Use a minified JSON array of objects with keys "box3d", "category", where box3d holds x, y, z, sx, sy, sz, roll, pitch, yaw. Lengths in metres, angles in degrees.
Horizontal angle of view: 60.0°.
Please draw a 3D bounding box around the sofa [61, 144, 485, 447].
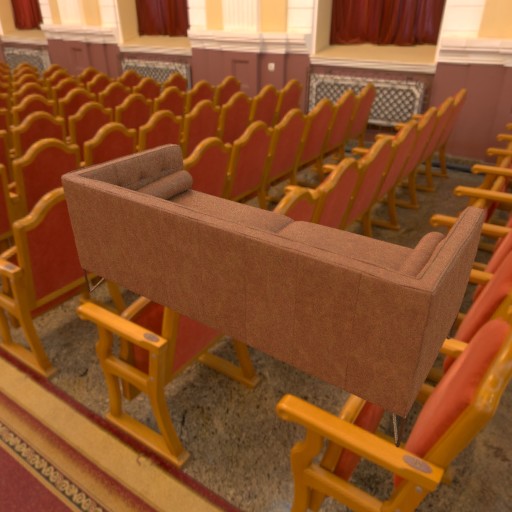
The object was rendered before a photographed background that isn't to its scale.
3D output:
[{"box3d":[0.000,0.000,2.475,2.079,0.798,0.912,19,34,30],"category":"sofa"}]
